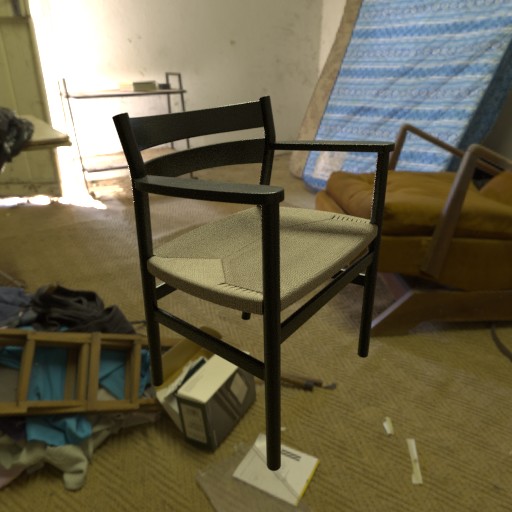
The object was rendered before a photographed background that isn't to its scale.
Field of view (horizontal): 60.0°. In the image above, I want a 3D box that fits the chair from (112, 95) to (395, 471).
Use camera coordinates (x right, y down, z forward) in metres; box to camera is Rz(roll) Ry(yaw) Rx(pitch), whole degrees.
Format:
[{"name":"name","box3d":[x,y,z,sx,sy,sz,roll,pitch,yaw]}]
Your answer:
[{"name":"chair","box3d":[0.000,0.000,1.203,0.508,0.775,0.630,16,29,32]}]
